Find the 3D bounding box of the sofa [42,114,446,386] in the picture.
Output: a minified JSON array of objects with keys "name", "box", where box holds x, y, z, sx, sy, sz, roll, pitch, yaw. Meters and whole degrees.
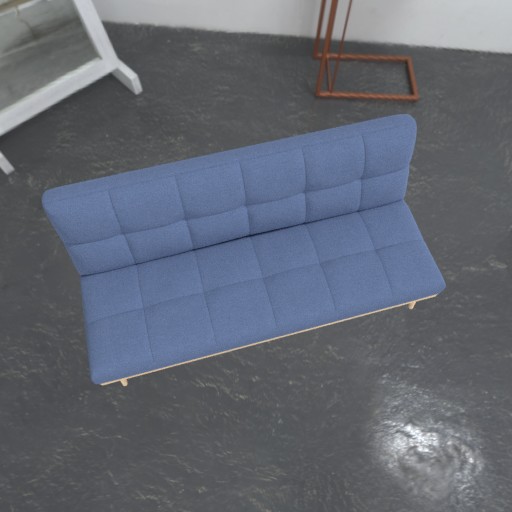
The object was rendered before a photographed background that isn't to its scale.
[{"name":"sofa","box":[0.000,0.000,2.245,1.800,0.800,0.796,-14,65,-7]}]
